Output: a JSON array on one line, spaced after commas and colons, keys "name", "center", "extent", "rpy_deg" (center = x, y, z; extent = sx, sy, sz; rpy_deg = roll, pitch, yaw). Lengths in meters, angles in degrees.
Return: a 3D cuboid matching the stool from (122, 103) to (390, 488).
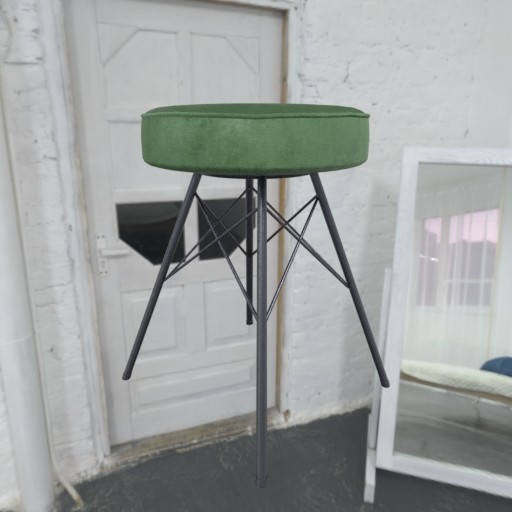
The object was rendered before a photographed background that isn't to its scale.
[{"name": "stool", "center": [0.000, 0.000, 0.924], "extent": [0.430, 0.595, 0.457], "rpy_deg": [-17, 24, -42]}]
